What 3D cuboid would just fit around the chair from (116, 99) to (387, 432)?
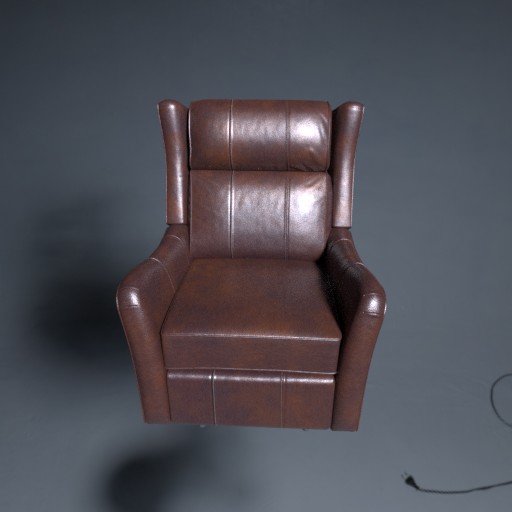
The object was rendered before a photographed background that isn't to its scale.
[{"bbox_3d":[0.000,0.000,1.818,0.869,1.084,1.008,1,31,2],"label":"chair"}]
